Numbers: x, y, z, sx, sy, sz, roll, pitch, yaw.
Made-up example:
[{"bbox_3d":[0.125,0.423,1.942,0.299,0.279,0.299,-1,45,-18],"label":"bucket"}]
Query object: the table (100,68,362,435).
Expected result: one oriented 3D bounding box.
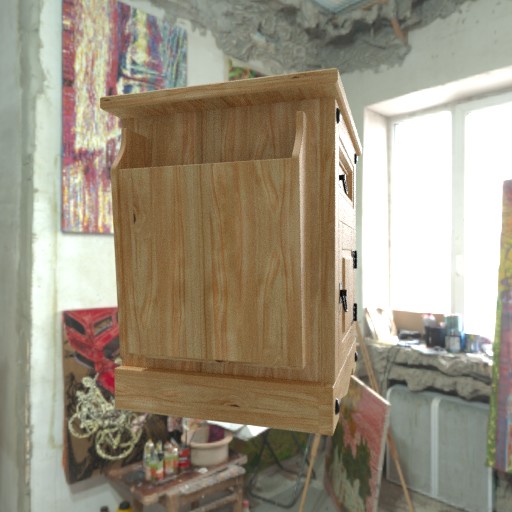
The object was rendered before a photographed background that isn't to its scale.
[{"bbox_3d":[0.000,0.000,0.881,0.380,0.515,0.530,0,0,17],"label":"table"}]
